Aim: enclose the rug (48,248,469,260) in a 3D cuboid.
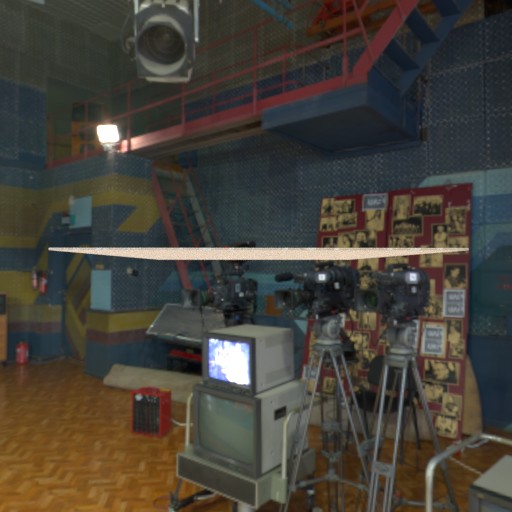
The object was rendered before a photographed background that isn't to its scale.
[{"bbox_3d":[0.000,0.000,3.852,2.286,0.013,2.894,0,-1,-1],"label":"rug"}]
